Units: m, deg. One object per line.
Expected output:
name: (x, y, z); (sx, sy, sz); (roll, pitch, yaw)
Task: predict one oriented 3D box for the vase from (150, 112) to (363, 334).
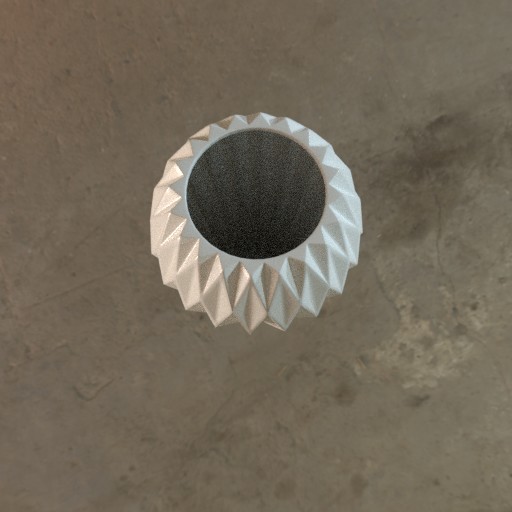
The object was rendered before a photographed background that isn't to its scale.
vase: (0.000, 0.000, 0.348); (0.133, 0.263, 0.133); (0, 76, 0)
